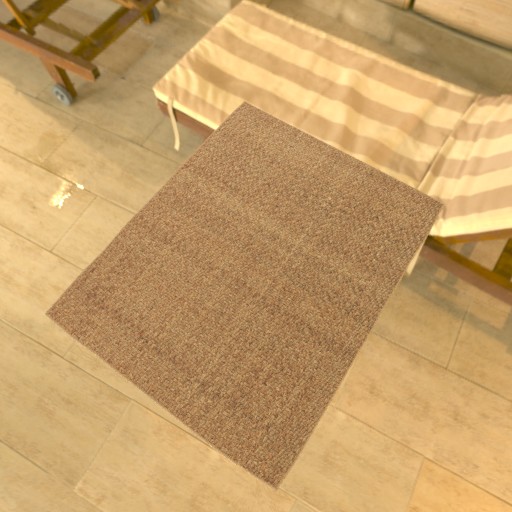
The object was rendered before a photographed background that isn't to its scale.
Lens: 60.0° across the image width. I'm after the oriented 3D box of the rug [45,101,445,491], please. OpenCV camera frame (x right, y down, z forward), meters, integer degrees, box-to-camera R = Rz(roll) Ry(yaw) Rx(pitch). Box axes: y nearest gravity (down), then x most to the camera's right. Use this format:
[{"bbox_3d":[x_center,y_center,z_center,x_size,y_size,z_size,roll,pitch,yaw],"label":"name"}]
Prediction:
[{"bbox_3d":[0.000,0.000,4.079,2.439,0.013,3.048,31,67,15],"label":"rug"}]
